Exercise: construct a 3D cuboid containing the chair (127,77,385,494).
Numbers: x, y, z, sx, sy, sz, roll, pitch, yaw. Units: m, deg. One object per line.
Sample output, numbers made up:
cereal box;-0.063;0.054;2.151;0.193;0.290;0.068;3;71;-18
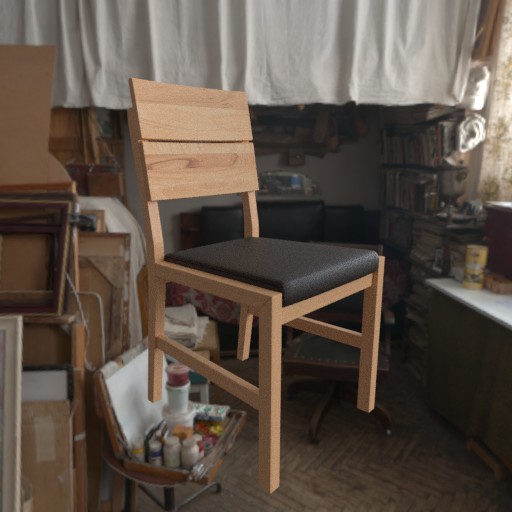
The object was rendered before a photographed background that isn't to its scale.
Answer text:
chair;0.000;0.000;1.252;0.560;0.950;0.475;13;19;42
